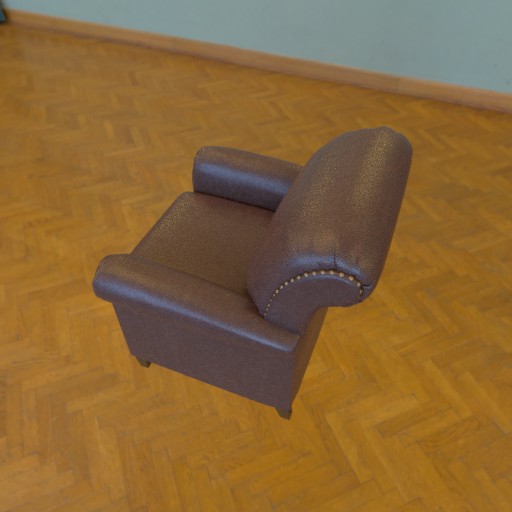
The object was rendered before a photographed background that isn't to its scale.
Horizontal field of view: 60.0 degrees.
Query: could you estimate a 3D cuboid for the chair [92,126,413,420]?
[{"bbox_3d":[0.000,0.000,1.645,0.890,0.927,0.854,16,48,15],"label":"chair"}]
